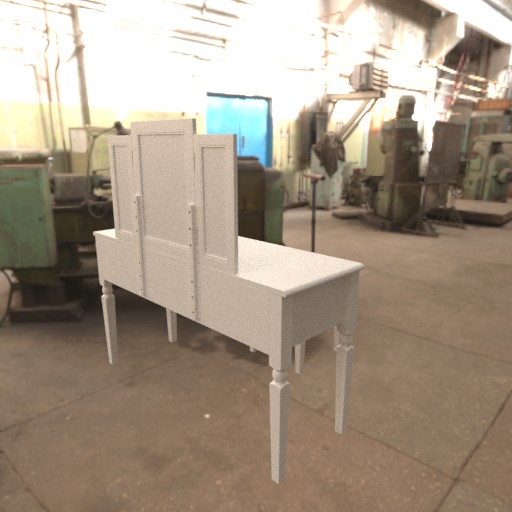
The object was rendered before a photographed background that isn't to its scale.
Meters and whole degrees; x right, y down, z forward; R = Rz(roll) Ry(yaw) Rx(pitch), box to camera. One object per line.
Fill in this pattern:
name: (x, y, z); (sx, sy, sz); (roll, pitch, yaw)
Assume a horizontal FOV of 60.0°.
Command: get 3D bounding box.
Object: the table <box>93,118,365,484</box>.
table: (0.000, 0.000, 2.288); (1.115, 1.310, 1.369); (-14, 20, -43)
